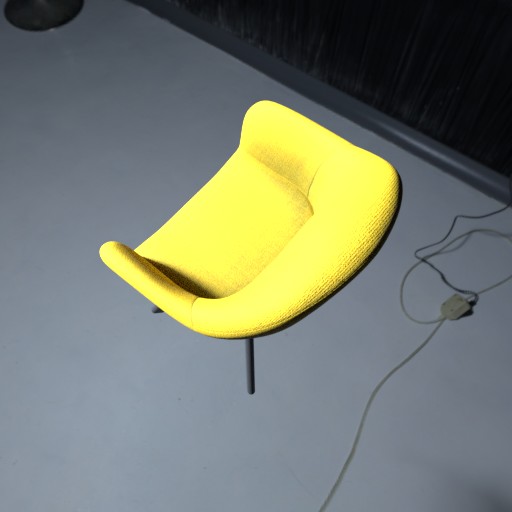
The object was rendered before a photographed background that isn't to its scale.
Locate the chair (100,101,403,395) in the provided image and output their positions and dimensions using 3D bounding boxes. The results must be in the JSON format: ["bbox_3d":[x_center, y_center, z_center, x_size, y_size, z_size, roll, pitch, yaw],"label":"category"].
[{"bbox_3d":[0.000,0.000,1.189,0.550,0.795,0.590,36,70,16],"label":"chair"}]
